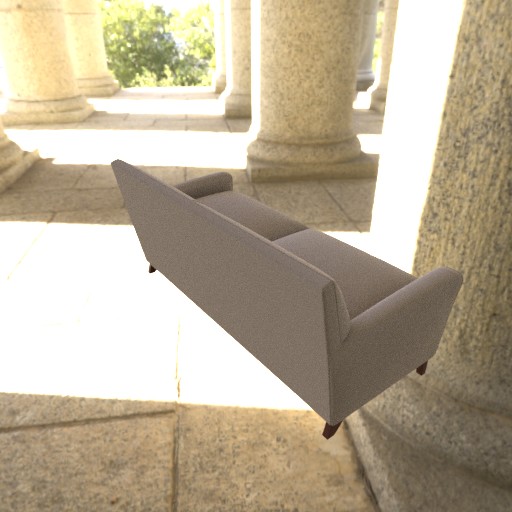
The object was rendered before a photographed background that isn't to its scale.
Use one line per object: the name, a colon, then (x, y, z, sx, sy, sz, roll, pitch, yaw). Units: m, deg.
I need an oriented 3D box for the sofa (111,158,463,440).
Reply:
sofa: (0.000, 0.000, 2.532, 0.875, 0.846, 2.000, -19, 33, -32)
